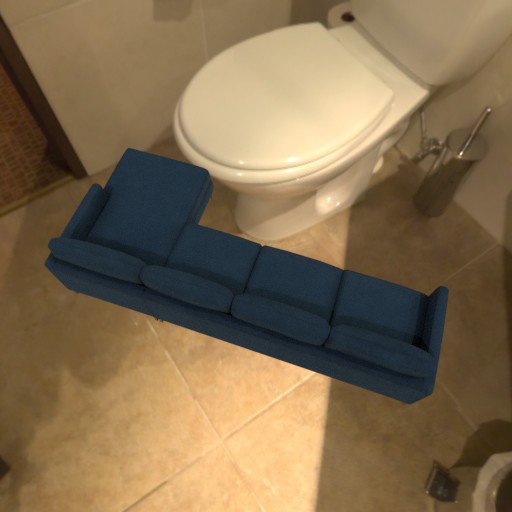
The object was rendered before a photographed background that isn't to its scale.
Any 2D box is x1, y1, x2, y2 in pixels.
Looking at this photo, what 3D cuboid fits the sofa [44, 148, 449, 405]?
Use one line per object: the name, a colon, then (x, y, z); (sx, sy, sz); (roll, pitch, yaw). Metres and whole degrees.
sofa: (0.000, 0.000, 3.525); (2.932, 0.810, 1.350); (17, 65, 8)
